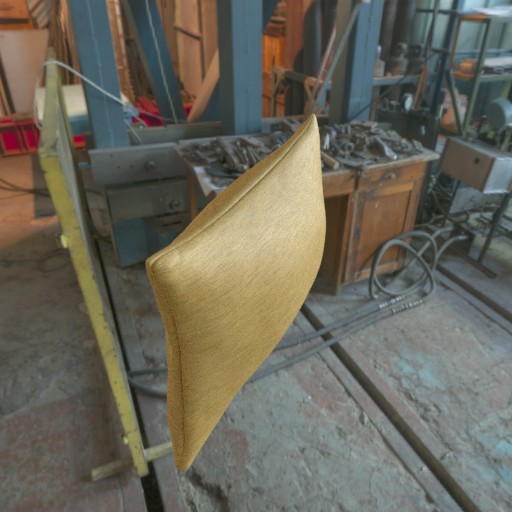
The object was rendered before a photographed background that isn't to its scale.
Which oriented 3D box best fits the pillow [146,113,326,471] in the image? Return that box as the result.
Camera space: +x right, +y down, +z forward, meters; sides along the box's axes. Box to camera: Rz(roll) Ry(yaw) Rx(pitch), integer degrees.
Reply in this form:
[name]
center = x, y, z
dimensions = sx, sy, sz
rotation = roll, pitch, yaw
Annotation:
[pillow]
center = 0.000, 0.000, 0.787
dimensions = 0.210, 0.354, 0.634
rotation = 12, 34, 18
